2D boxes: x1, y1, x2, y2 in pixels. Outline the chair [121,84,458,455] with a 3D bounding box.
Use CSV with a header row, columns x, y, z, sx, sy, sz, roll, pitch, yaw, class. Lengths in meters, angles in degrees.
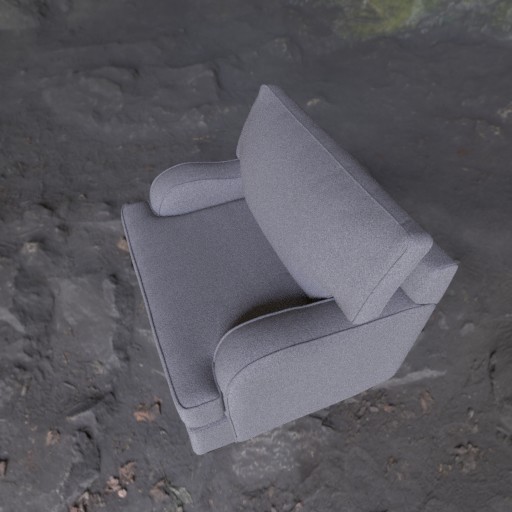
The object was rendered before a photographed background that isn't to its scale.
x,y,z,sx,sy,sz,roll,pitch,yaw,class
0.000,0.000,1.983,1.040,1.016,1.220,-16,47,-15,chair
